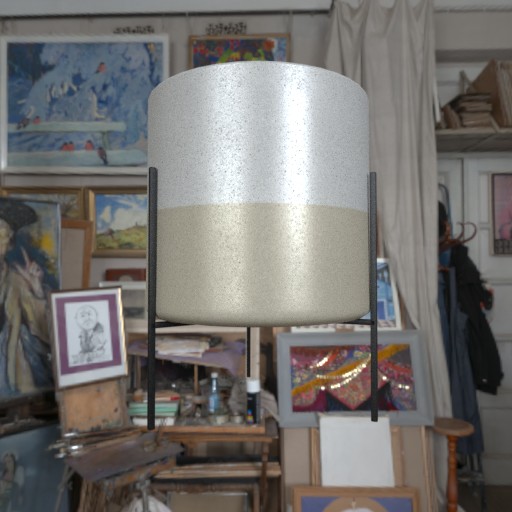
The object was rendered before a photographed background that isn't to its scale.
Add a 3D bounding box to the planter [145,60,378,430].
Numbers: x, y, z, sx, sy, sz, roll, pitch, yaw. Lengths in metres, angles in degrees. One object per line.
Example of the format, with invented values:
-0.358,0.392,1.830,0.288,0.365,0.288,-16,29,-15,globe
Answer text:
0.000,0.000,0.724,0.368,0.484,0.359,1,-2,-36,planter
